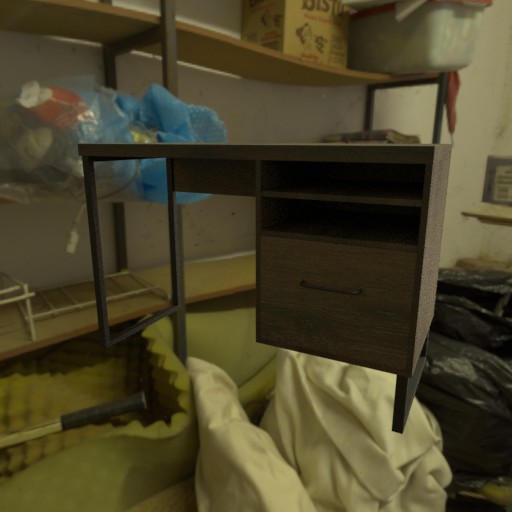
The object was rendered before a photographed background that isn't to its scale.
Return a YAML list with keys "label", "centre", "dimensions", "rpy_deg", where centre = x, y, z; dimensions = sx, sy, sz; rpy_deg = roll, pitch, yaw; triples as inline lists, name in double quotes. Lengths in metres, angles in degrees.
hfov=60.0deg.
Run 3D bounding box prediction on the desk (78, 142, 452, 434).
- label: "desk"
  centre: [0.000, 0.000, 1.532]
  dimensions: [1.134, 0.752, 0.511]
  rpy_deg: [8, 17, 27]
